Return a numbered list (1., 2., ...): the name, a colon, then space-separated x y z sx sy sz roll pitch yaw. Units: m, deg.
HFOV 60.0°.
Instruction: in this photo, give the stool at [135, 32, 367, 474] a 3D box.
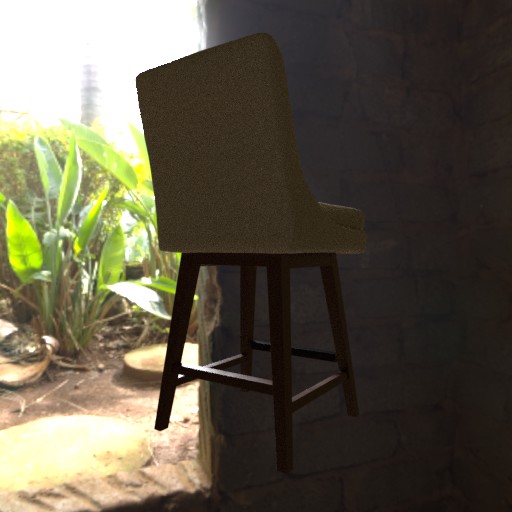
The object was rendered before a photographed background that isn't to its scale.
1. stool: 0.000 0.000 1.289 0.483 0.991 0.559 1 1 35
